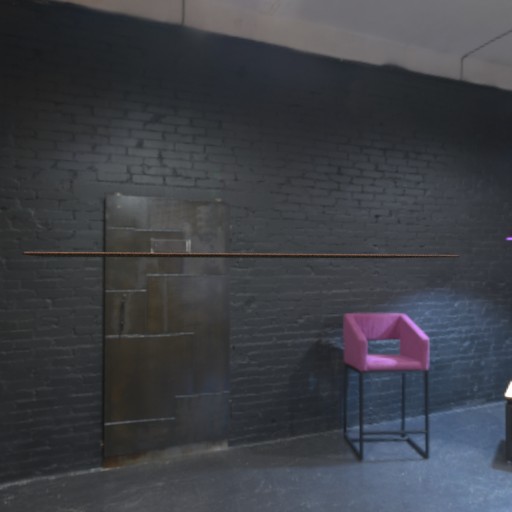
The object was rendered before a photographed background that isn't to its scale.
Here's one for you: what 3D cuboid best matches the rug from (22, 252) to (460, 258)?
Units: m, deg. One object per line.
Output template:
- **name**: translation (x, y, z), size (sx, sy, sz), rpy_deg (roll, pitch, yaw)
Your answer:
- **rug**: translation (0.000, 0.000, 2.704), size (2.448, 0.012, 0.769), rpy_deg (0, -1, -20)
